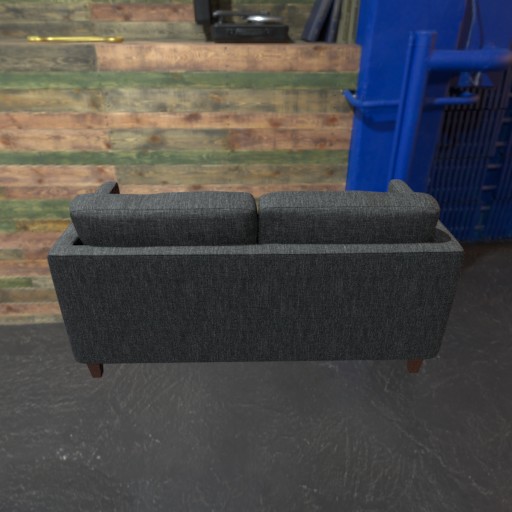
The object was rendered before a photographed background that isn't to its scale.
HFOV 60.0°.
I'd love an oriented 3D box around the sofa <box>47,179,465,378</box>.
[{"bbox_3d":[0.000,0.000,2.483,1.884,0.963,0.950,-1,30,-1],"label":"sofa"}]
